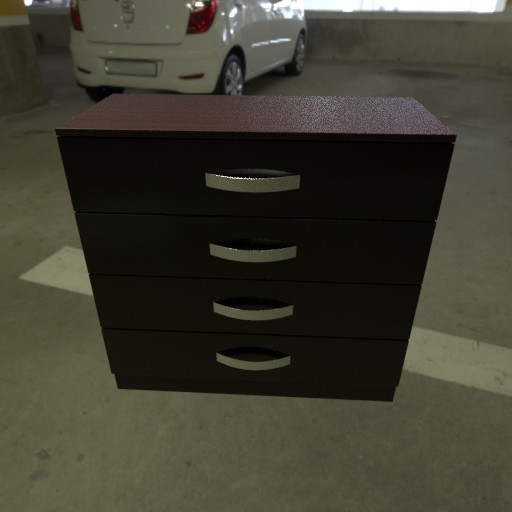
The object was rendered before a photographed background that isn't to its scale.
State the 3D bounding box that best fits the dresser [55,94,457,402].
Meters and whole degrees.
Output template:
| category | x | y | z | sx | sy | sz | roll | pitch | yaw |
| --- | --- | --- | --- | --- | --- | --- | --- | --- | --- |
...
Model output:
| category | x | y | z | sx | sy | sz | roll | pitch | yaw |
| --- | --- | --- | --- | --- | --- | --- | --- | --- | --- |
| dresser | 0.000 | 0.000 | 1.138 | 0.750 | 0.720 | 0.360 | 2 | 31 | 3 |
